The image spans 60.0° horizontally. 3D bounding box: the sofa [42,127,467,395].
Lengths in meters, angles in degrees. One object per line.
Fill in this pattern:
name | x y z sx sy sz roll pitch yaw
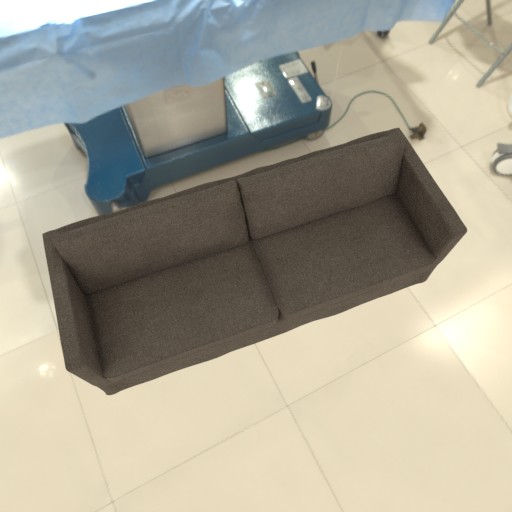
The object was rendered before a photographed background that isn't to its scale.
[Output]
sofa | 0.000 0.000 3.317 2.779 0.998 1.036 -18 65 -9
